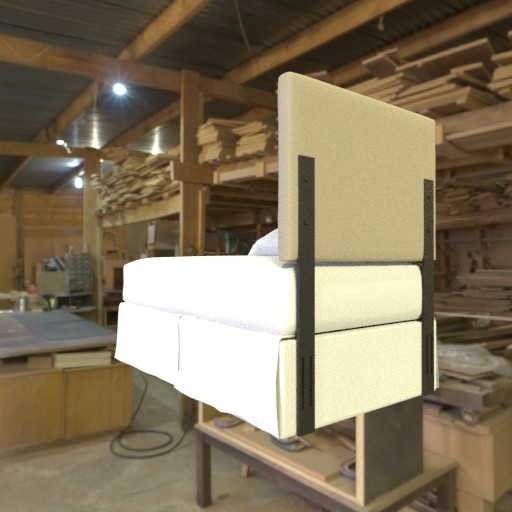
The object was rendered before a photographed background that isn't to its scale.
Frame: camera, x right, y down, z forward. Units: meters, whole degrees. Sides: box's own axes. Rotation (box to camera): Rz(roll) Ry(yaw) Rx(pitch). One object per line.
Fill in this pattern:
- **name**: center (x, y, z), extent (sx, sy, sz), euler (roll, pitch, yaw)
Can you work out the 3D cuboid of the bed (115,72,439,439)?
- **bed**: center (0.000, 0.000, 2.997), extent (1.261, 1.571, 1.997), euler (0, -1, -37)
